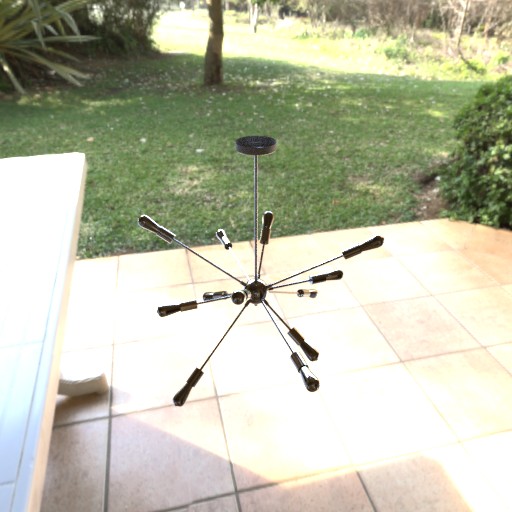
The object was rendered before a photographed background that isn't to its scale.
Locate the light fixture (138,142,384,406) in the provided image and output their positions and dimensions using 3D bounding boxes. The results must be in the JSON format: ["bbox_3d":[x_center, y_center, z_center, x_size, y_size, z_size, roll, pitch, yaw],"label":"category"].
[{"bbox_3d":[0.000,0.000,1.070,0.509,0.558,0.684,-10,33,-17],"label":"light fixture"}]
